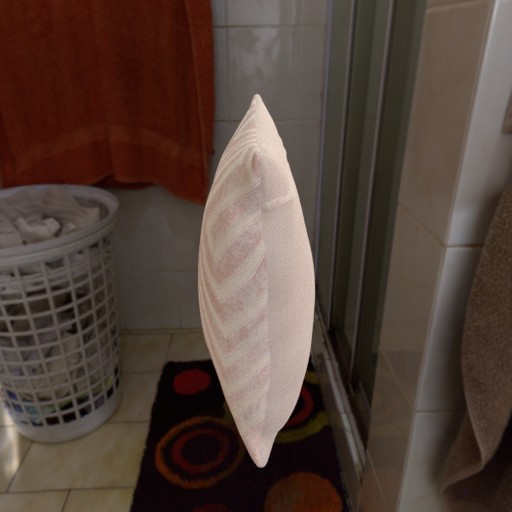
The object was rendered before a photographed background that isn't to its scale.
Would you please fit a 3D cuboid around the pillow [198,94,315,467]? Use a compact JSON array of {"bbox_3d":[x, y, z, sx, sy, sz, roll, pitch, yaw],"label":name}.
[{"bbox_3d":[0.000,0.000,0.699,0.182,0.441,0.440,0,26,0],"label":"pillow"}]
